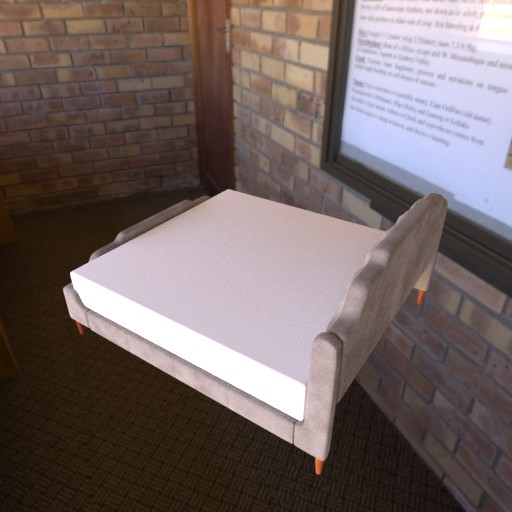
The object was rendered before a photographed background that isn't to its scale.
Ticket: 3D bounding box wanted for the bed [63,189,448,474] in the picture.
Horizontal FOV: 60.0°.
[{"bbox_3d":[0.000,0.000,3.570,2.340,1.245,2.074,19,36,29],"label":"bed"}]
